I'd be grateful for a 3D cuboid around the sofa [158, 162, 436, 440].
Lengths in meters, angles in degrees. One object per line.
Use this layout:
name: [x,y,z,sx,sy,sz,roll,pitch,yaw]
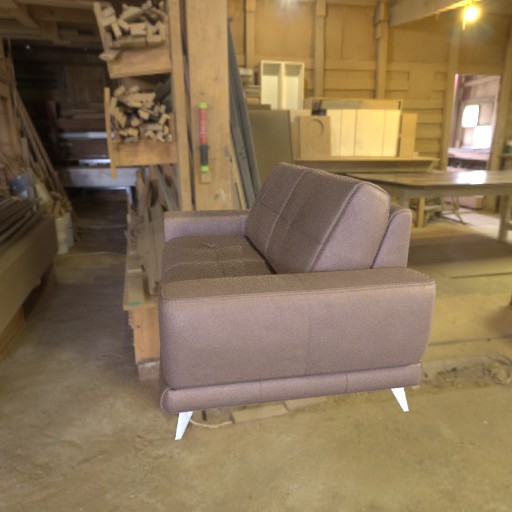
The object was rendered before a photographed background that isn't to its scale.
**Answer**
sofa: [0.000,0.000,2.355,1.018,0.907,1.806,-3,15,-11]
